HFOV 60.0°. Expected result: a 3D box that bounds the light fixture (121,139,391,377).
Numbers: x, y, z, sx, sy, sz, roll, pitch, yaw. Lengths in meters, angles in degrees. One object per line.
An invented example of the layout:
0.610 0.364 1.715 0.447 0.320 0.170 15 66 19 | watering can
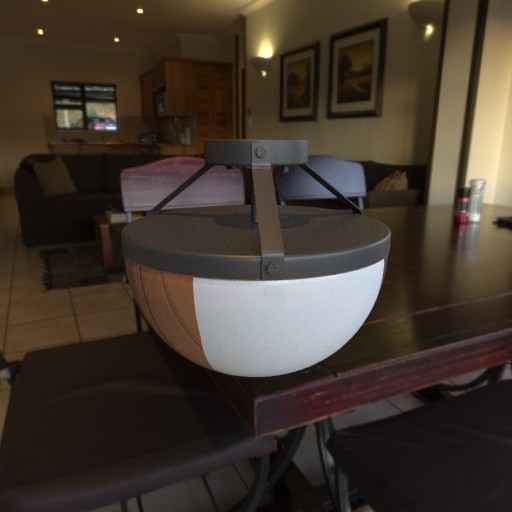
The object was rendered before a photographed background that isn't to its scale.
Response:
0.000 0.000 0.529 0.304 0.269 0.304 0 15 0 | light fixture
